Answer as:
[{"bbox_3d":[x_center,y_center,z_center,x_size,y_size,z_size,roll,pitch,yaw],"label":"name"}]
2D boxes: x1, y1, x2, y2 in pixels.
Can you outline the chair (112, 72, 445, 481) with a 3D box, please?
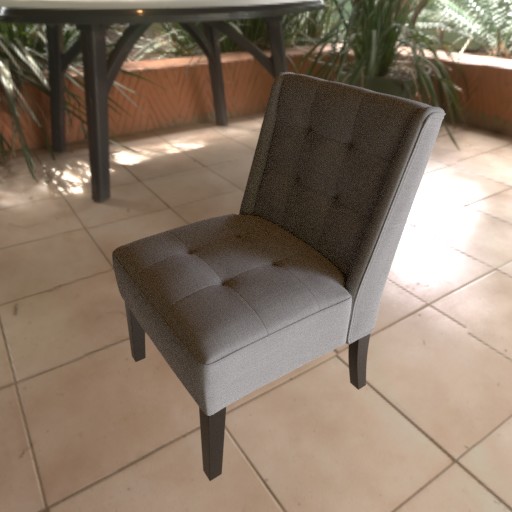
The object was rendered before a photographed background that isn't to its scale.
[{"bbox_3d":[0.000,0.000,1.248,0.676,0.853,0.569,-20,37,-29],"label":"chair"}]
